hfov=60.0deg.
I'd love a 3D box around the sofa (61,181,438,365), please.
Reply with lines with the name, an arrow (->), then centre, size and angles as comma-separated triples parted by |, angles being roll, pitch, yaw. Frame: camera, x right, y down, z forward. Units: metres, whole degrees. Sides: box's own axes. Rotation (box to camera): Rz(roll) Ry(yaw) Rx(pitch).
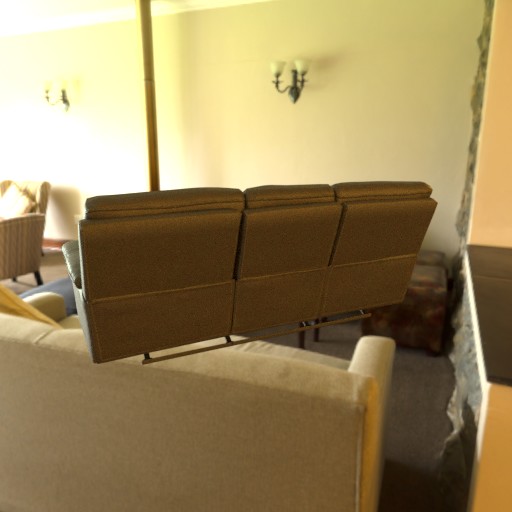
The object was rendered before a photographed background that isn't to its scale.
sofa -> 0.000, 0.000, 3.328 | 2.627, 1.134, 1.104 | -7, 16, -25
